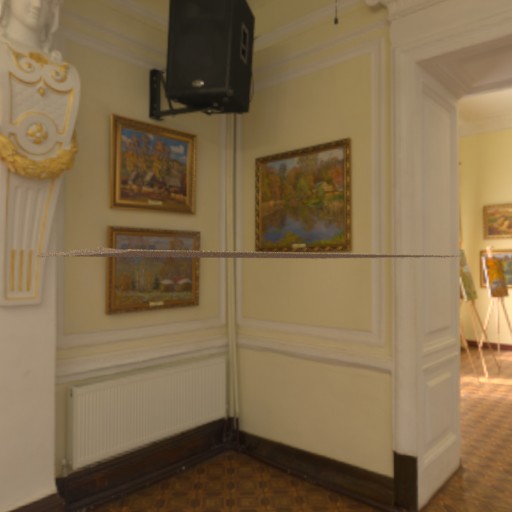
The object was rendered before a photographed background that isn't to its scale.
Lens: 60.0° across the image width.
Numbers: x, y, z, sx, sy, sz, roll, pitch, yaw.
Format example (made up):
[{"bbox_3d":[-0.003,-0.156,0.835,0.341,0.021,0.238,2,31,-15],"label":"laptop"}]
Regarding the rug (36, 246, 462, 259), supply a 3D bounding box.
[{"bbox_3d":[0.000,0.000,3.027,2.523,0.034,1.528,1,-1,-35],"label":"rug"}]
